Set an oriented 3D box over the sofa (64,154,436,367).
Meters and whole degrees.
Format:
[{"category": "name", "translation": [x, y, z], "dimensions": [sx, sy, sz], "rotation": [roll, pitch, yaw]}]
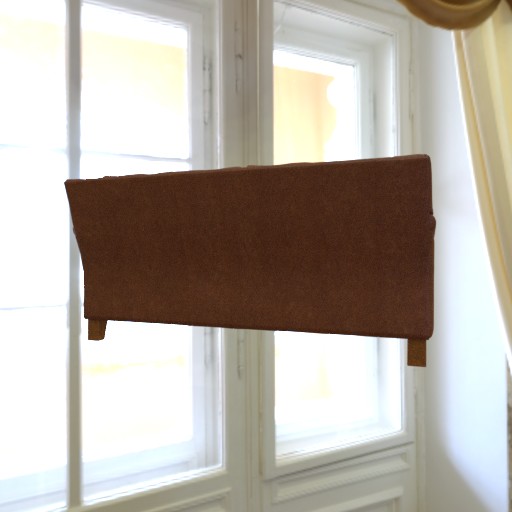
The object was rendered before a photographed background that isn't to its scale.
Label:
[{"category": "sofa", "translation": [0.000, 0.000, 2.821], "dimensions": [2.144, 1.071, 1.147], "rotation": [0, 0, 20]}]
